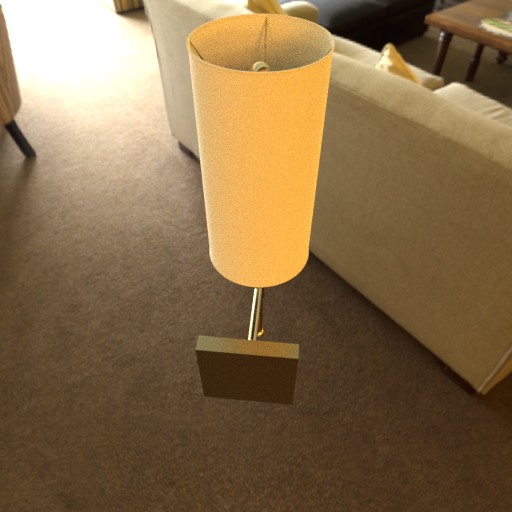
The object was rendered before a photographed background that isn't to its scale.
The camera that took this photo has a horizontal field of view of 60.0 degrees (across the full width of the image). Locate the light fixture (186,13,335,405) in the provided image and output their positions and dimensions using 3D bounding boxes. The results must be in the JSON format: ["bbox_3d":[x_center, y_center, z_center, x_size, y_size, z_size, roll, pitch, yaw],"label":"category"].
[{"bbox_3d":[0.000,0.000,0.525,0.128,0.462,0.208,4,47,4],"label":"light fixture"}]
